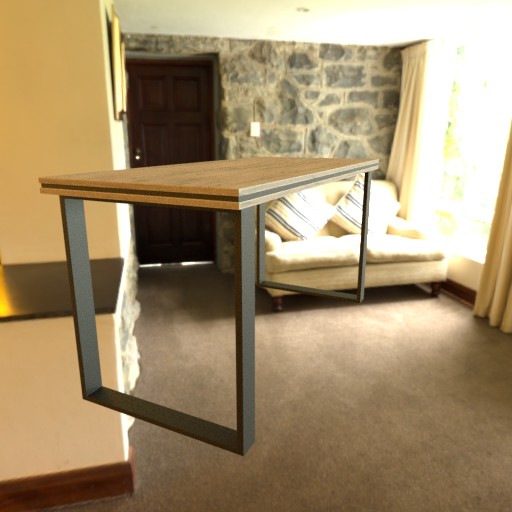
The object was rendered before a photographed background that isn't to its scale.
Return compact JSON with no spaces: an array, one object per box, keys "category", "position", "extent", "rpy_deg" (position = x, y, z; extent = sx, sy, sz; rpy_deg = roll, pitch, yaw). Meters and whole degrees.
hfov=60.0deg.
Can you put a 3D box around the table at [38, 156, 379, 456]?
[{"category":"table","position":[0.000,0.000,2.246],"extent":[0.795,0.899,1.778],"rpy_deg":[8,17,26]}]
